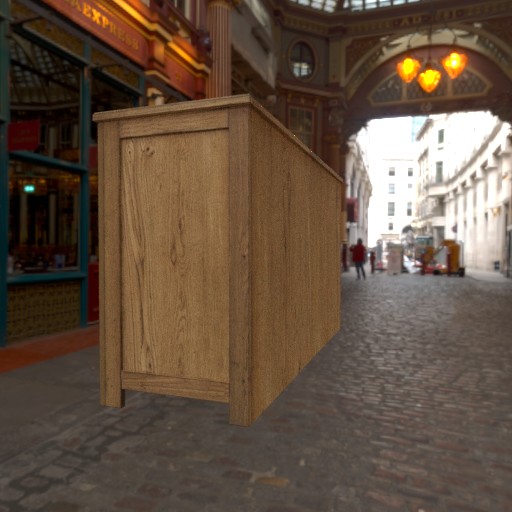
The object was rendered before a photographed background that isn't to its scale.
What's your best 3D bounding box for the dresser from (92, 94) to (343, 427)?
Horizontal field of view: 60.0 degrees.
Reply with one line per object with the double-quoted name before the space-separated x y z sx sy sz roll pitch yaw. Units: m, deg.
"dresser" 0.000 0.000 2.099 0.563 0.932 1.657 0 1 20
